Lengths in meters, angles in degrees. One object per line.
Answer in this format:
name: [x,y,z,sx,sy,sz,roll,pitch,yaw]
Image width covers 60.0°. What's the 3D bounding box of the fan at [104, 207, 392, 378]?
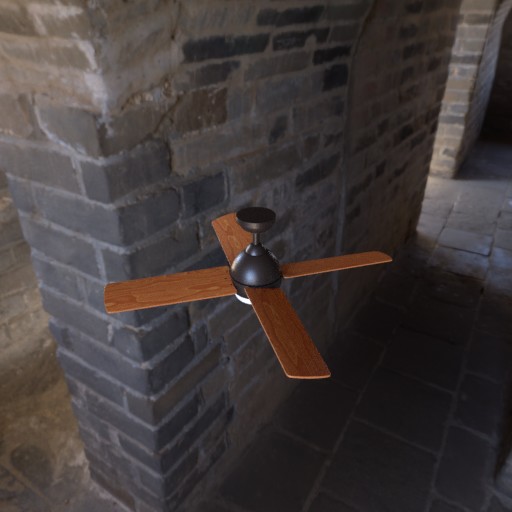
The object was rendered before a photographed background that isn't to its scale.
fan: [0.000,0.000,1.978,1.332,0.403,1.332,-8,31,-14]
